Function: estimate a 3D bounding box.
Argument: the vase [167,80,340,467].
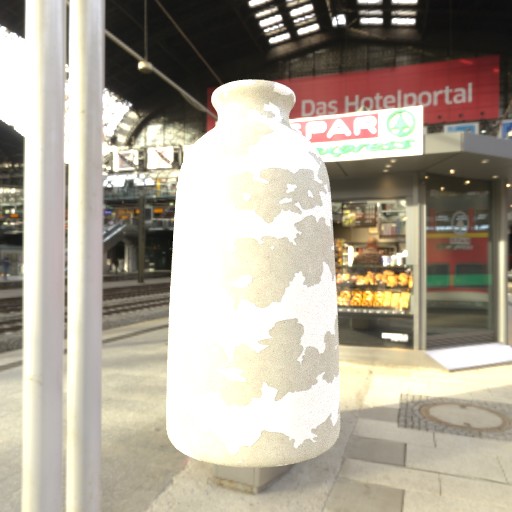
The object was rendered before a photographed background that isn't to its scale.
[{"bbox_3d":[0.000,0.000,0.493,0.186,0.382,0.203,0,-1,19],"label":"vase"}]
